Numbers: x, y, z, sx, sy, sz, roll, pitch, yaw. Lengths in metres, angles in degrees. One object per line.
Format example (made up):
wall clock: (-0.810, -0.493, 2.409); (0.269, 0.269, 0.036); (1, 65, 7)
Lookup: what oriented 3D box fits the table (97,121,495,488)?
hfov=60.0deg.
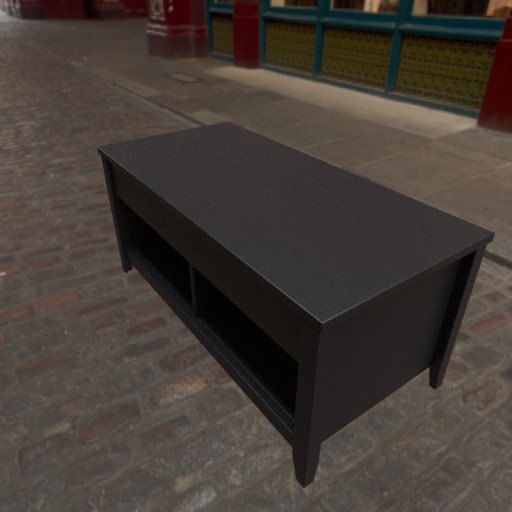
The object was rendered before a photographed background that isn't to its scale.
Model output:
table: (0.000, 0.000, 1.262); (0.483, 0.457, 1.016); (-21, 38, -30)
